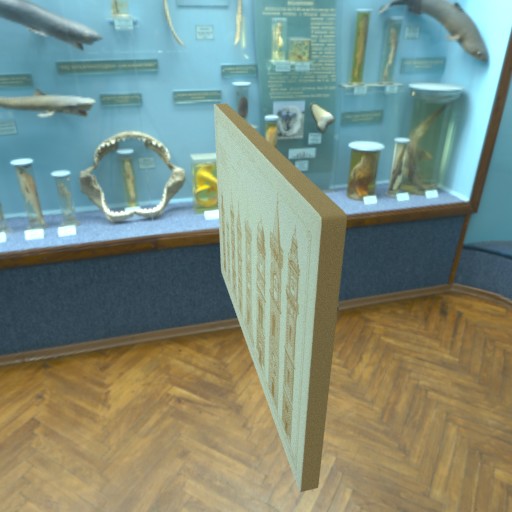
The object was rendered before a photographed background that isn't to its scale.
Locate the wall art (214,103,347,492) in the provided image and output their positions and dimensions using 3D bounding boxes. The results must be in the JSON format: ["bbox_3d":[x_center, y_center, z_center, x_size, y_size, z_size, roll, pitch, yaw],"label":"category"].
[{"bbox_3d":[0.000,0.000,0.477,0.019,0.254,0.380,-7,29,-12],"label":"wall art"}]
